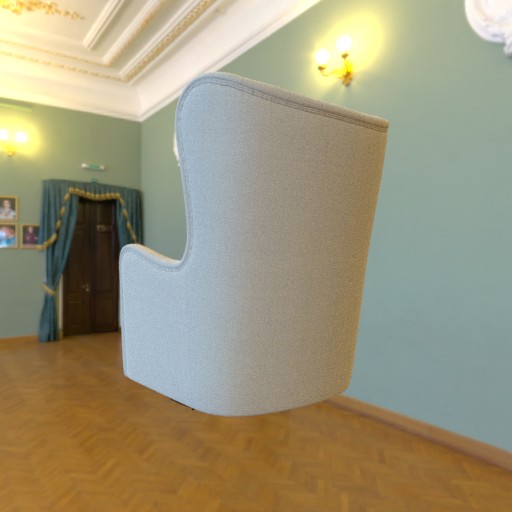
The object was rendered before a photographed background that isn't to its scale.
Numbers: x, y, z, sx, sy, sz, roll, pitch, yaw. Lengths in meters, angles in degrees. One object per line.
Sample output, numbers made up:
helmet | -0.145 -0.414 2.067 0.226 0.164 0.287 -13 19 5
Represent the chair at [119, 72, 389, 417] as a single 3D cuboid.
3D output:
chair | 0.000 0.000 1.753 0.831 1.079 0.929 0 0 -37
